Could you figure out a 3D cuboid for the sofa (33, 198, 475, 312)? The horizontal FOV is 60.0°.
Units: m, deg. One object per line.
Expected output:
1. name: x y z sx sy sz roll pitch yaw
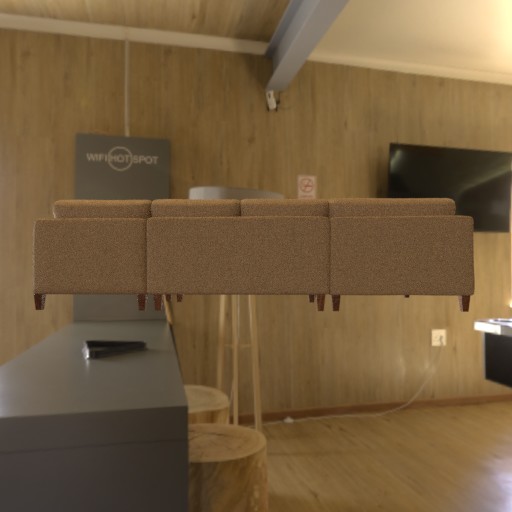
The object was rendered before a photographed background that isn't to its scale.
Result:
1. sofa: 0.000 0.000 4.606 3.403 0.889 2.551 0 -1 2
